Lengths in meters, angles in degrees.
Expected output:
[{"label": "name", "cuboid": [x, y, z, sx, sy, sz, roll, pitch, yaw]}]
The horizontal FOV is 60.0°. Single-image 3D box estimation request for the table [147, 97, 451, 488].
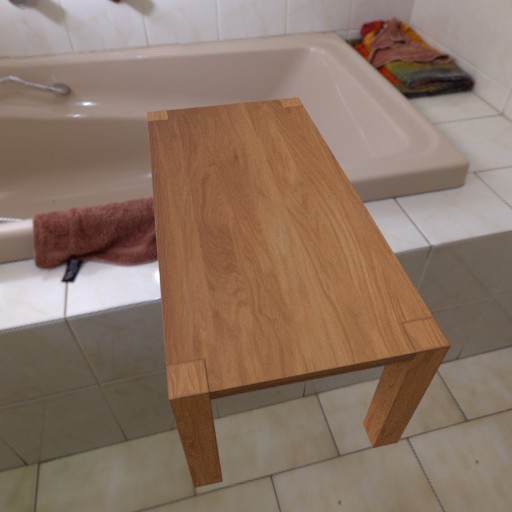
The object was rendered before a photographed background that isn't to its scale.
[{"label": "table", "cuboid": [0.000, 0.000, 2.247, 0.900, 0.760, 1.800, -9, 46, -8]}]
